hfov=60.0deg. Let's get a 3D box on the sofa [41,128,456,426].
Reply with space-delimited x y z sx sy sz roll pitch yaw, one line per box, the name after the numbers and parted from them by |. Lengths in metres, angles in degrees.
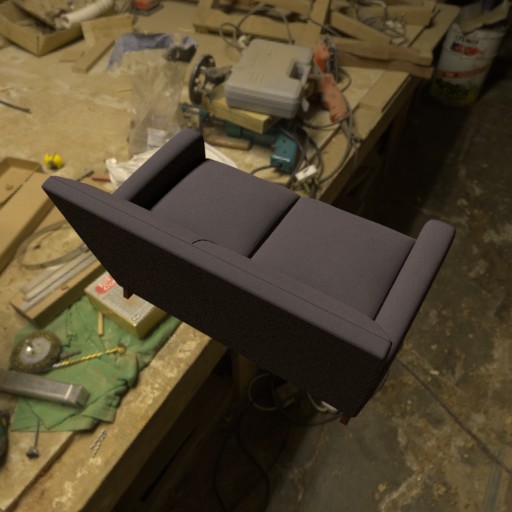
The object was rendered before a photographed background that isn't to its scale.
0.000 0.000 1.954 1.420 0.846 0.871 25 53 21 | sofa
